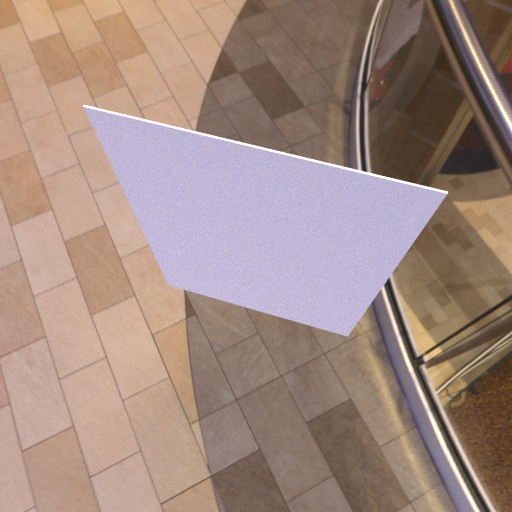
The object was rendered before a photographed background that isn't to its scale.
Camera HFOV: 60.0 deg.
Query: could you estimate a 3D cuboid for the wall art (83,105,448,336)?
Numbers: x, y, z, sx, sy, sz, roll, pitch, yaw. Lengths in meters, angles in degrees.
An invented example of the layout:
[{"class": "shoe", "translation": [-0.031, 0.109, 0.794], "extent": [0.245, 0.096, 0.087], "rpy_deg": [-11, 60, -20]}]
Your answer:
[{"class": "wall art", "translation": [0.000, 0.000, 0.809], "extent": [0.457, 0.610, 0.003], "rpy_deg": [15, 65, 7]}]
